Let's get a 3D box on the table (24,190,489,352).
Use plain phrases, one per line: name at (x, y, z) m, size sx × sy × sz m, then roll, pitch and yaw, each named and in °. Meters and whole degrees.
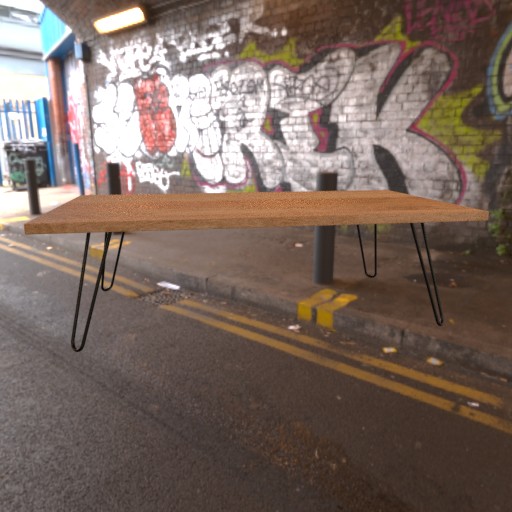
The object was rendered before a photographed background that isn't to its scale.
table at (0.000, 0.000, 1.646) m, size 1.348 × 0.400 × 0.699 m, roll -2°, pitch 14°, yaw -9°
